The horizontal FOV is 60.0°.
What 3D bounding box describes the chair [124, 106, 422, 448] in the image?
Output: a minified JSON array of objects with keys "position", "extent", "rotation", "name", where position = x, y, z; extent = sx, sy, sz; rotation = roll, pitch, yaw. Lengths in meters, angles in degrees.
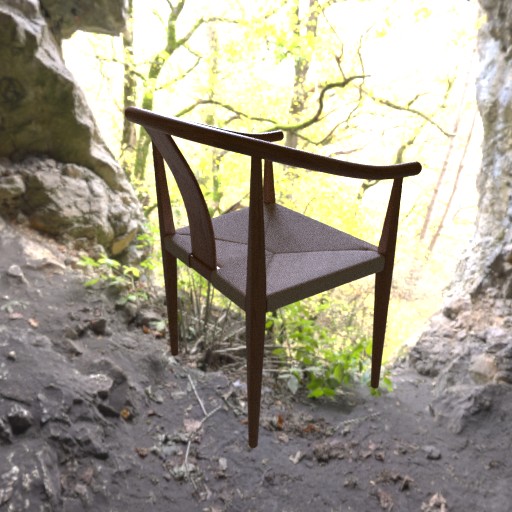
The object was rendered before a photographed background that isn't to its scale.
[{"position":[0.000,0.000,1.210],"extent":[0.579,0.800,0.556],"rotation":[-17,30,-31],"name":"chair"}]
